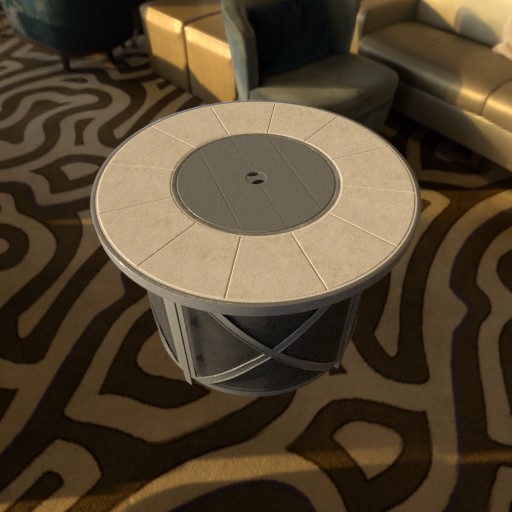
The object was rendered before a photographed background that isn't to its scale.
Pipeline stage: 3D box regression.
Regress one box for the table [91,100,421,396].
[{"bbox_3d":[0.000,0.000,1.501,0.914,0.650,0.914,0,47,0],"label":"table"}]
